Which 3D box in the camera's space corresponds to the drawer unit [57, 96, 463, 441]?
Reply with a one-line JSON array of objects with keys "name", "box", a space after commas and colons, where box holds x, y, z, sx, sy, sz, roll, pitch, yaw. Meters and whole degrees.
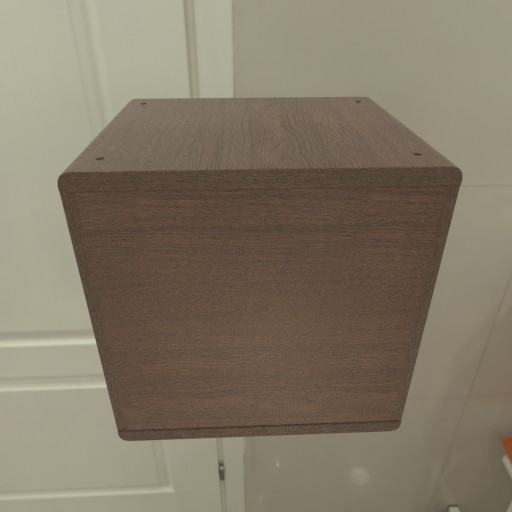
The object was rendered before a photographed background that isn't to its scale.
[{"name": "drawer unit", "box": [0.000, 0.000, 0.581, 0.344, 0.344, 0.290, -1, 31, -2]}]
